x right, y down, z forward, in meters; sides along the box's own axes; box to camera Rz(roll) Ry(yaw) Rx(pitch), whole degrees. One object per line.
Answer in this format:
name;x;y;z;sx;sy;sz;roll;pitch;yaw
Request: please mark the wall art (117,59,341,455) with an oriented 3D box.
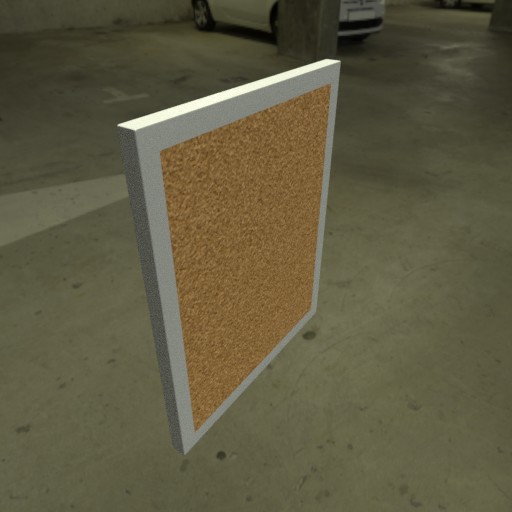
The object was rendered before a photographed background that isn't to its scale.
wall art;0.000;0.000;0.754;0.028;0.556;0.454;22;39;29
